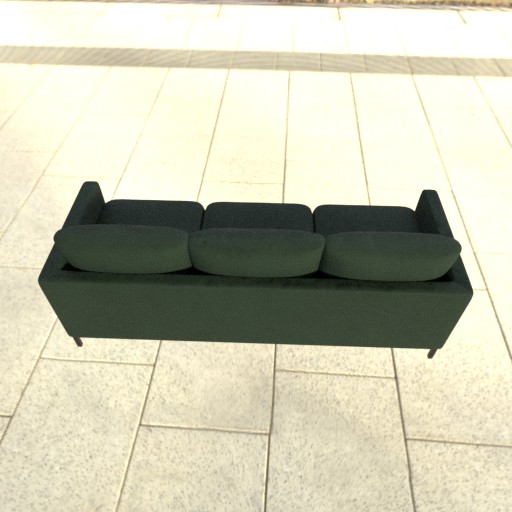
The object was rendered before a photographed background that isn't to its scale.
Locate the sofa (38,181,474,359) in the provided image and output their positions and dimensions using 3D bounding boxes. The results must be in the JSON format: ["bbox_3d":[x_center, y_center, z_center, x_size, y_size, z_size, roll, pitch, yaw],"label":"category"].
[{"bbox_3d":[0.000,0.000,2.675,2.218,0.870,0.859,2,48,1],"label":"sofa"}]
